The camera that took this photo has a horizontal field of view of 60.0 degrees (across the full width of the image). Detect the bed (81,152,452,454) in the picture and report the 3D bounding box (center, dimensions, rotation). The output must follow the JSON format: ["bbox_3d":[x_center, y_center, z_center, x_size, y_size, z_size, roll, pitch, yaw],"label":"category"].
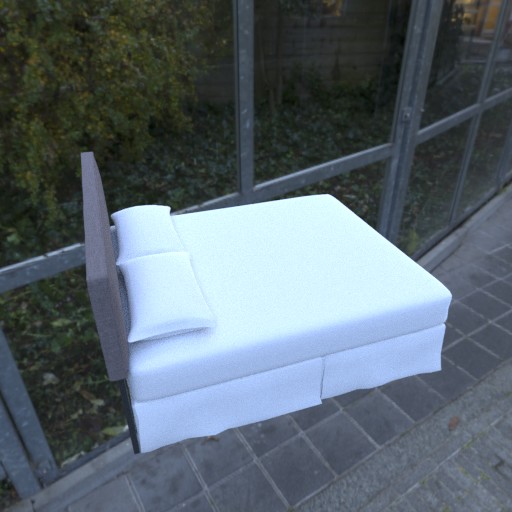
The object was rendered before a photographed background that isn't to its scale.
[{"bbox_3d":[0.000,0.000,2.808,1.894,1.089,1.610,-10,33,-17],"label":"bed"}]
